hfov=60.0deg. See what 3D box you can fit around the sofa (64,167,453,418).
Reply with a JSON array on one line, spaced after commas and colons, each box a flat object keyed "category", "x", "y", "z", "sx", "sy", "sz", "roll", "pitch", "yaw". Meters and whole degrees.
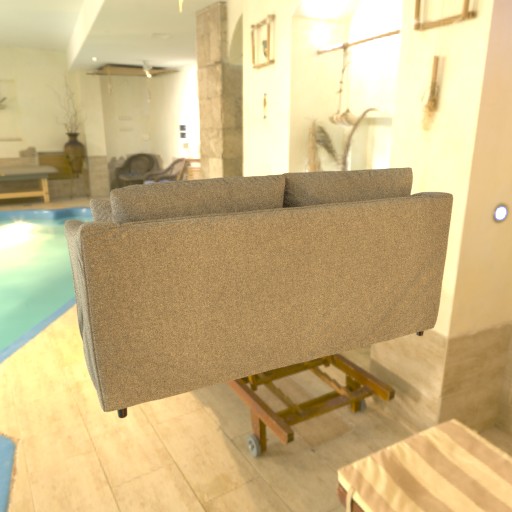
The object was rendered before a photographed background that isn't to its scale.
[{"category": "sofa", "x": 0.000, "y": 0.000, "z": 2.616, "sx": 2.010, "sy": 1.018, "sz": 1.072, "roll": -8, "pitch": 18, "yaw": -25}]
